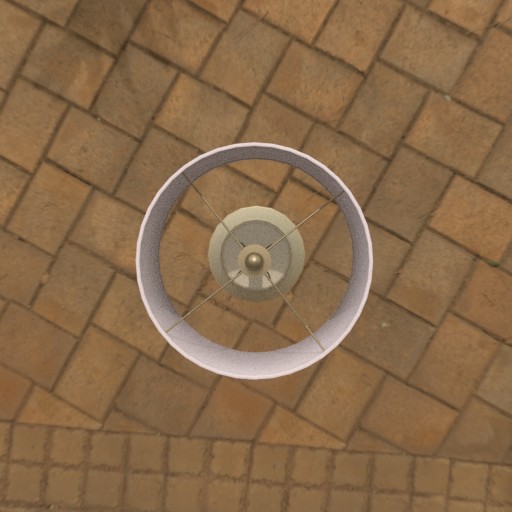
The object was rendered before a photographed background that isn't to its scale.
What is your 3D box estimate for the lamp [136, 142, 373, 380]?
[{"bbox_3d":[0.000,0.000,0.550,0.239,0.399,0.239,0,91,0],"label":"lamp"}]
